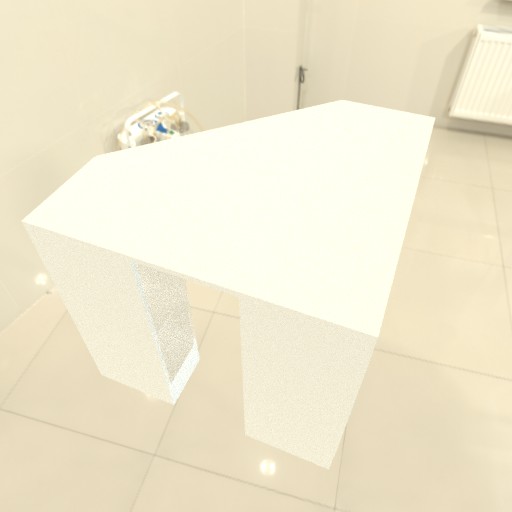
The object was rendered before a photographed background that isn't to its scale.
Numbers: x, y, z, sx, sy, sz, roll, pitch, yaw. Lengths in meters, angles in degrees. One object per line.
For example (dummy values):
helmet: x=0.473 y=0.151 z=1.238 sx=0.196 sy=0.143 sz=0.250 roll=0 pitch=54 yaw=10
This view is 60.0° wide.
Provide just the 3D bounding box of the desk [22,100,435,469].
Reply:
desk: x=0.000 y=0.000 z=1.621 sx=0.926 sy=0.818 sz=0.940 roll=17 pitch=49 yaw=15
